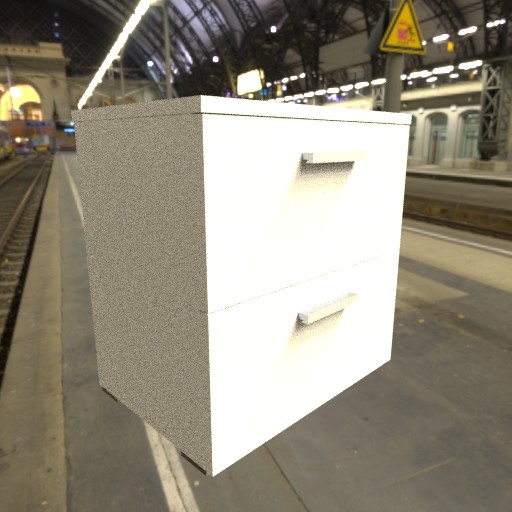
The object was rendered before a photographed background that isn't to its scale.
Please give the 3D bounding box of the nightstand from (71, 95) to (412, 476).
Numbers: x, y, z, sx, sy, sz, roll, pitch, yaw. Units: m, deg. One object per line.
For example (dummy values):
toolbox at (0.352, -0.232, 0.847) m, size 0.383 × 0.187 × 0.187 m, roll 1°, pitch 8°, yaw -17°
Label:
nightstand at (0.000, 0.000, 0.745) m, size 0.441 × 0.460 × 0.325 m, roll -14°, pitch 20°, yaw -43°
